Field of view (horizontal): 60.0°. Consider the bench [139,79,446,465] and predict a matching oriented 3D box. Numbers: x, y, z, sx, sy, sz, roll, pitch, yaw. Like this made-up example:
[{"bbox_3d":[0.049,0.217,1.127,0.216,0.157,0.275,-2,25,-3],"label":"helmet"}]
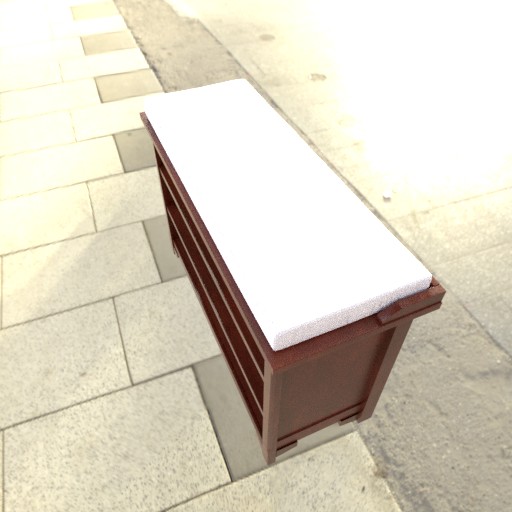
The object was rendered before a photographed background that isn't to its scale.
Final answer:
[{"bbox_3d":[0.000,0.000,1.323,0.369,0.646,0.987,-18,49,-16],"label":"bench"}]
